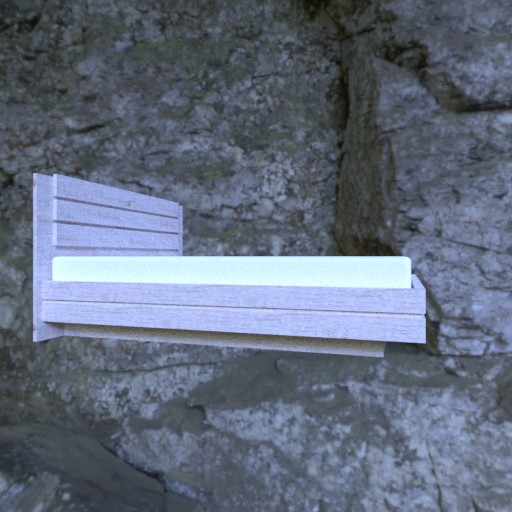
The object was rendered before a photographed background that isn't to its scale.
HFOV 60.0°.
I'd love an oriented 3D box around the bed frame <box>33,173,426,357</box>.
[{"bbox_3d":[0.000,0.000,3.015,2.080,0.970,1.750,0,0,18],"label":"bed frame"}]
